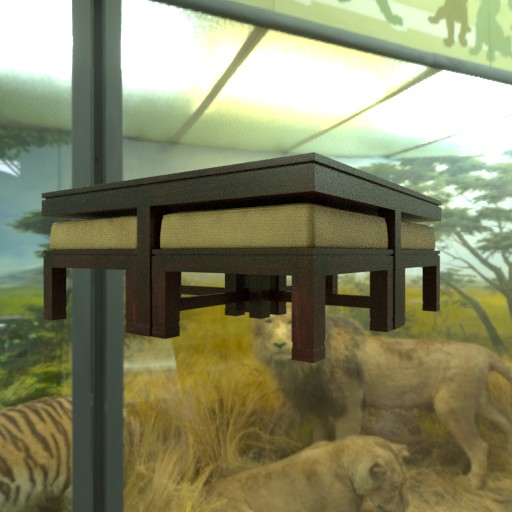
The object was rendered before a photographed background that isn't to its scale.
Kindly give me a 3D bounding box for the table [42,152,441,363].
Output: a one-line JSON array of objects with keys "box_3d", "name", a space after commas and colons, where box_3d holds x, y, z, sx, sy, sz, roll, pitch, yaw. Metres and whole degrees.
[{"box_3d": [0.000, 0.000, 1.347, 0.865, 0.356, 0.865, 0, 0, 36], "name": "table"}]
